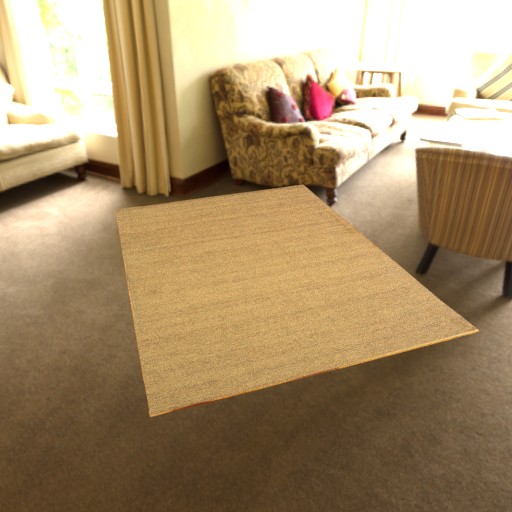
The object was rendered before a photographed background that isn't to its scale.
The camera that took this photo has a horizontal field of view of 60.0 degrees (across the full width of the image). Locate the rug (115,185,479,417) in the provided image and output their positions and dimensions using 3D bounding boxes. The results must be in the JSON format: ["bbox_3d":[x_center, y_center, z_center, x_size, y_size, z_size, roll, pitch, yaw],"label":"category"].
[{"bbox_3d":[0.000,0.000,4.271,2.434,0.045,3.202,-10,31,-16],"label":"rug"}]
